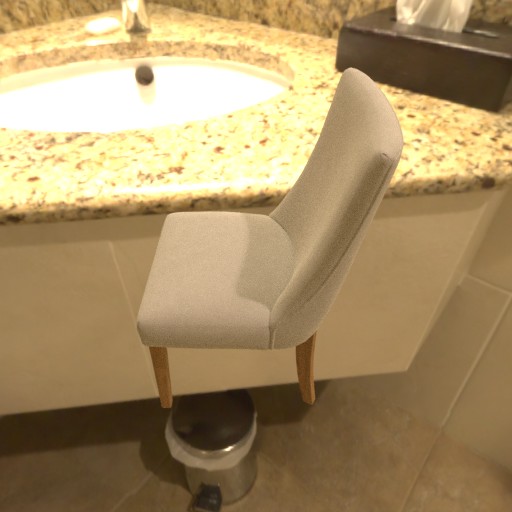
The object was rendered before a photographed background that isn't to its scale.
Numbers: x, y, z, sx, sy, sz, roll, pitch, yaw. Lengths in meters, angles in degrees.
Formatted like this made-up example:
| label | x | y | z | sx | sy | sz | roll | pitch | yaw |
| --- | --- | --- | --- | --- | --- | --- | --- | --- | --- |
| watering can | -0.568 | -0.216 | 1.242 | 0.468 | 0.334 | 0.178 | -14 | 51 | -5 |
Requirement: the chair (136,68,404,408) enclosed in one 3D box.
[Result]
| label | x | y | z | sx | sy | sz | roll | pitch | yaw |
| --- | --- | --- | --- | --- | --- | --- | --- | --- | --- |
| chair | 0.000 | 0.000 | 1.265 | 0.610 | 0.902 | 0.495 | 1 | 41 | 1 |
